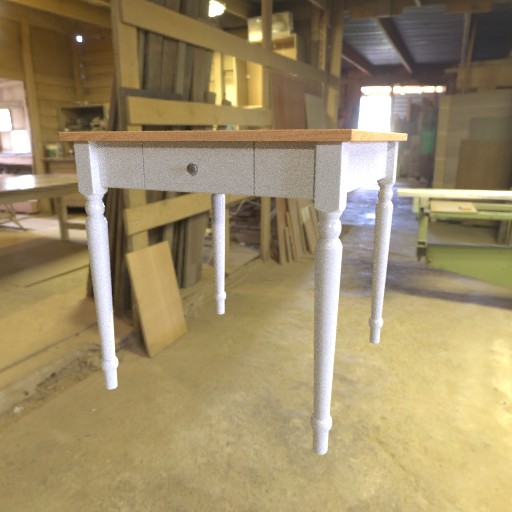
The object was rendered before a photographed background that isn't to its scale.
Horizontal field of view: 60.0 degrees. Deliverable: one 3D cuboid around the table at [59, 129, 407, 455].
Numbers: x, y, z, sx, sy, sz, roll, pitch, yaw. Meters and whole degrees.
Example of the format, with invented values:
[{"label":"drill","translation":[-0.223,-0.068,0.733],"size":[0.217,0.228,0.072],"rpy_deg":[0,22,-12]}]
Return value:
[{"label":"table","translation":[0.000,0.000,1.381],"size":[0.747,0.738,0.747],"rpy_deg":[7,16,25]}]
